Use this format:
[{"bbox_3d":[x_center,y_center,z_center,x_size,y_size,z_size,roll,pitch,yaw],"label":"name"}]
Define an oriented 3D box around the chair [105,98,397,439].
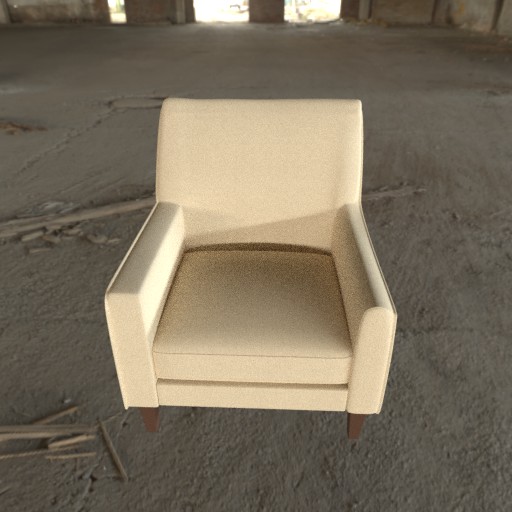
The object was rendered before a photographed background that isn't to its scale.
[{"bbox_3d":[0.000,0.000,1.571,0.780,0.919,0.899,1,30,2],"label":"chair"}]
